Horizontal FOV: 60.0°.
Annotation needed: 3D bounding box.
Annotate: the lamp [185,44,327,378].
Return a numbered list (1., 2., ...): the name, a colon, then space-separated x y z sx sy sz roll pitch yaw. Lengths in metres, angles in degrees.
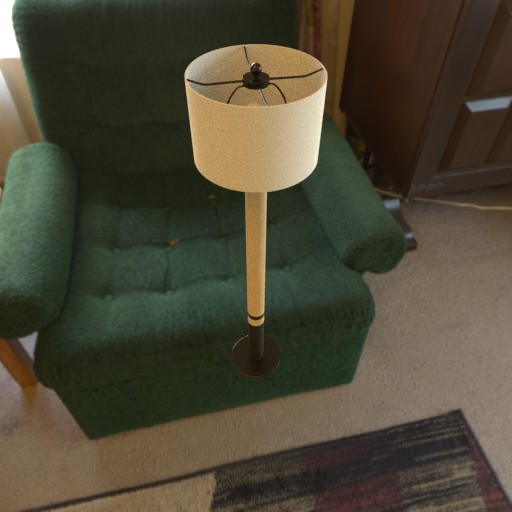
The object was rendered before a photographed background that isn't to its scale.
1. lamp: 0.000 0.000 1.706 0.381 1.478 0.381 -23 51 -20
